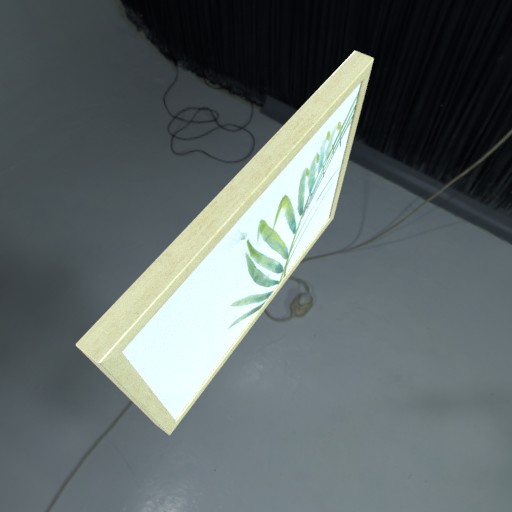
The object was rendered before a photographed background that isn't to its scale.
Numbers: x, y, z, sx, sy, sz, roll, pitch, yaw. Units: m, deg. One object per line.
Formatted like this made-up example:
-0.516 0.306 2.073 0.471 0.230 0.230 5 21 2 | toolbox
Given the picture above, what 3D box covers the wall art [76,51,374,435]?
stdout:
0.000 0.000 0.677 0.032 0.381 0.533 31 64 17 | wall art
